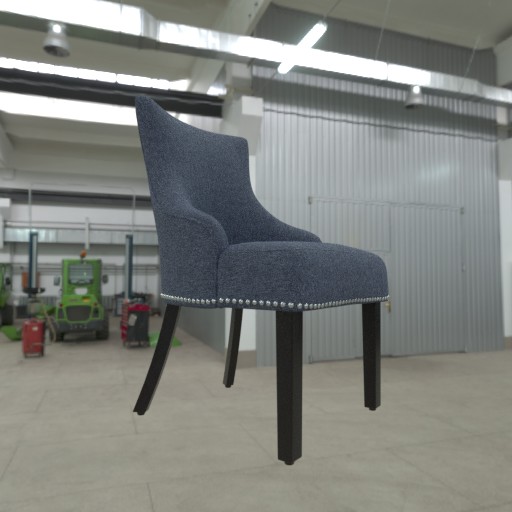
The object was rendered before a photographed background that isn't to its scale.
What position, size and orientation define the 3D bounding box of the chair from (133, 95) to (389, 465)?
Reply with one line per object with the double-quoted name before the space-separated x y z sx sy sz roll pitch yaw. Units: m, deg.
"chair" 0.000 0.000 1.296 0.629 0.909 0.566 -2 -4 36
